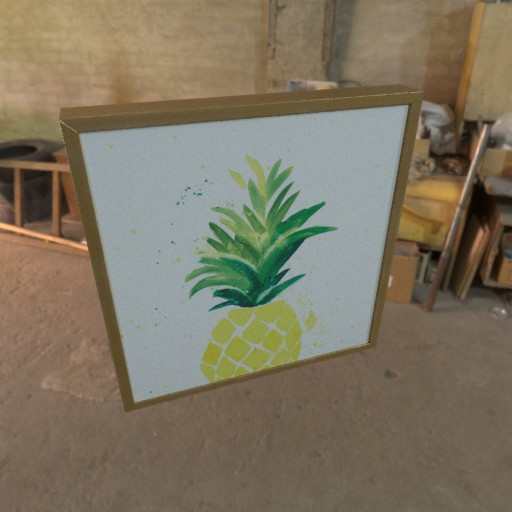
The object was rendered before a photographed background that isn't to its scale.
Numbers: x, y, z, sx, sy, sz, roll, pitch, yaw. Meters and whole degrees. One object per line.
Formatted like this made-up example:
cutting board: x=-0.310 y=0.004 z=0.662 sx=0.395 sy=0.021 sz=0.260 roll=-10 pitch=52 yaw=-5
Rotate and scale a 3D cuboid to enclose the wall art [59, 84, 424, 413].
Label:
wall art: x=0.000 y=0.000 z=0.447 sx=0.306 sy=0.305 sz=0.038 roll=-10 pitch=33 yaw=-16
